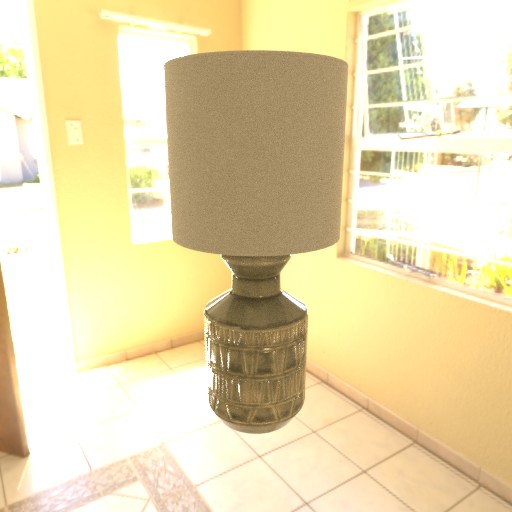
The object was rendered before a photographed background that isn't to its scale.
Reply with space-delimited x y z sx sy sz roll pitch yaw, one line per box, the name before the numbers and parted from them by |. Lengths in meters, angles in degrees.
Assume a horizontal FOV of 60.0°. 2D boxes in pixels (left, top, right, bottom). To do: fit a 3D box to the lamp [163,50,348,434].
lamp | 0.000 0.000 0.574 0.211 0.455 0.211 -14 20 -42
